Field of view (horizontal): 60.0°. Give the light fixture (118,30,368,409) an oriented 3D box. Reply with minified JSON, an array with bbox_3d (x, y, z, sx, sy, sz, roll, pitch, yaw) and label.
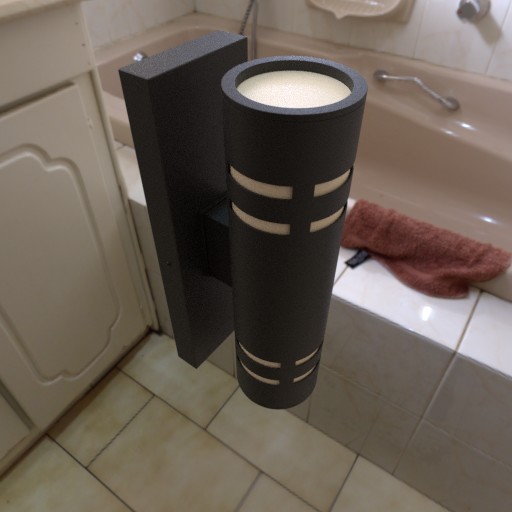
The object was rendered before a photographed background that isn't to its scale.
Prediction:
[{"bbox_3d":[0.000,0.000,0.401,0.149,0.330,0.105,27,50,26],"label":"light fixture"}]
